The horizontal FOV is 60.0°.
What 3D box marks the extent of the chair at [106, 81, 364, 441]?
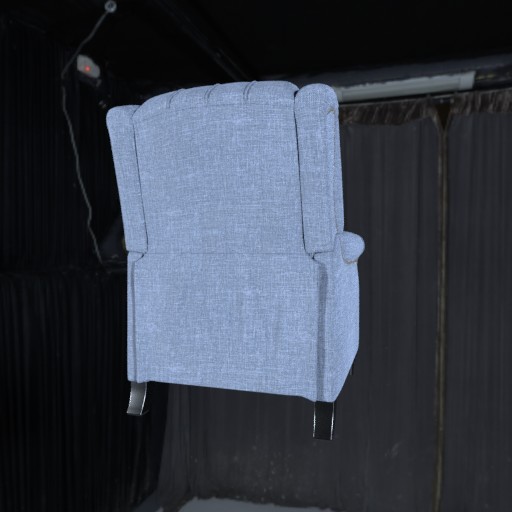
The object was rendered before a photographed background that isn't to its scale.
[{"bbox_3d":[0.000,0.000,1.656,0.742,1.035,0.898,0,1,18],"label":"chair"}]
